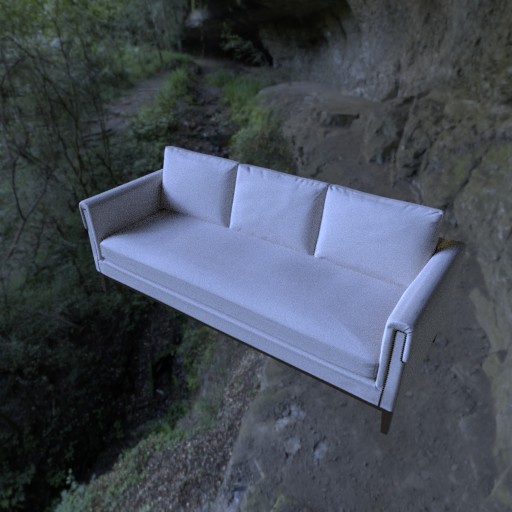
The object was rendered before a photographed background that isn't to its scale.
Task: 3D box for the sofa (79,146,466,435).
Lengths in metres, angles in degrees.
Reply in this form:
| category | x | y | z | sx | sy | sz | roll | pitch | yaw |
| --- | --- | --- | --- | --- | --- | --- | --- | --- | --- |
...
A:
| category | x | y | z | sx | sy | sz | roll | pitch | yaw |
| --- | --- | --- | --- | --- | --- | --- | --- | --- | --- |
| sofa | 0.000 | 0.000 | 2.736 | 2.198 | 0.911 | 0.902 | 20 | 36 | 29 |
